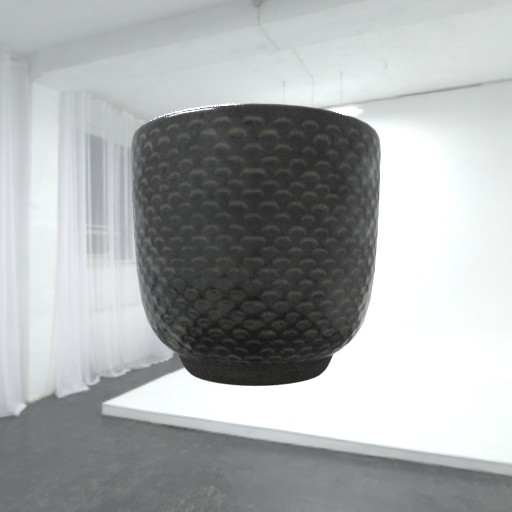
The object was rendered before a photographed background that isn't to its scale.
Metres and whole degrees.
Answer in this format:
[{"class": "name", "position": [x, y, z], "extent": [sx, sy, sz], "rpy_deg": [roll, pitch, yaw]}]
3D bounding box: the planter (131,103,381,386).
[{"class": "planter", "position": [0.000, 0.000, 0.256], "extent": [0.140, 0.129, 0.140], "rpy_deg": [0, -1, 0]}]
